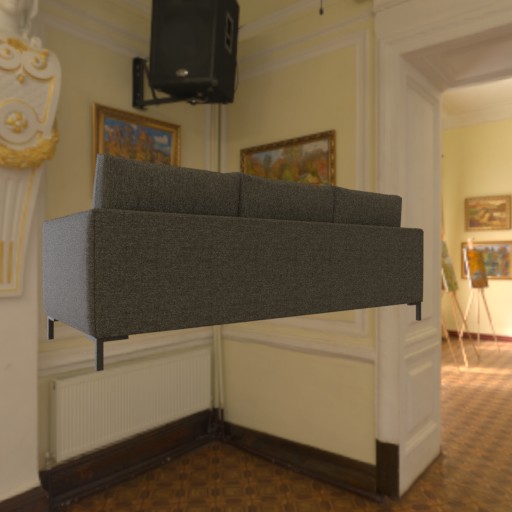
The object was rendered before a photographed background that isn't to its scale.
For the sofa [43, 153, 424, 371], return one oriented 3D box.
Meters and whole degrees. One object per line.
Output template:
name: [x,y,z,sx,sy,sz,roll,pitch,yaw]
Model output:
sofa: [0.000,0.000,2.695,2.253,0.879,0.876,0,0,-37]
